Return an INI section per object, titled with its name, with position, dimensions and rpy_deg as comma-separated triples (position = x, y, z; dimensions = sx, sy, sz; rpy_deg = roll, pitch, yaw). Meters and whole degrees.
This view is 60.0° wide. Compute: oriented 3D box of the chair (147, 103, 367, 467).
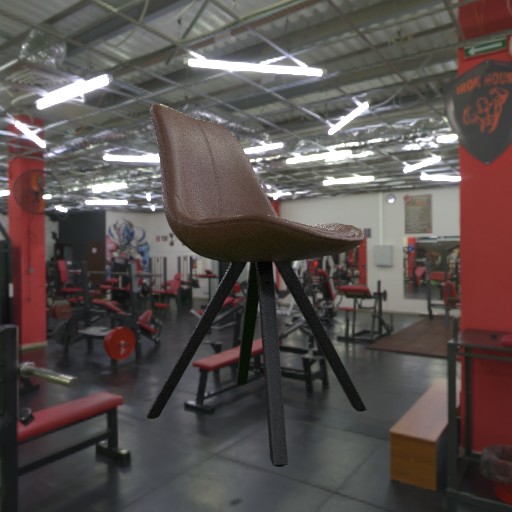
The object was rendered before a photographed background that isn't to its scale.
[chair]
position = 0.000, 0.000, 1.190
dimensions = 0.550, 0.850, 0.475
rpy_deg = 0, 1, 37
